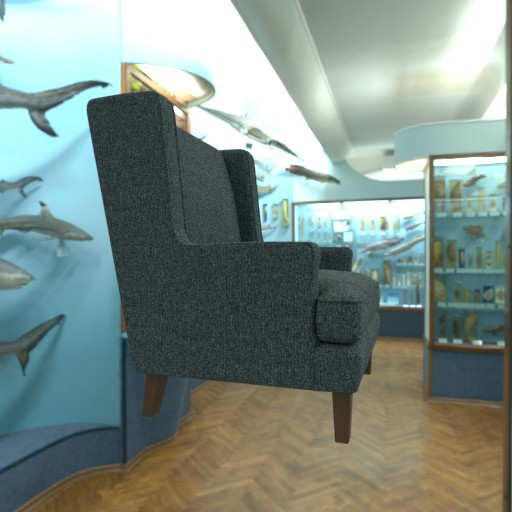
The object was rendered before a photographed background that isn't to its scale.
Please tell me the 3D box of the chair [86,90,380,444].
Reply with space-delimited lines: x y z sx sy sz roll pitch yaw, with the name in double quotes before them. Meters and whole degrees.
"chair" 0.000 0.000 1.804 0.927 1.082 0.942 0 0 19
